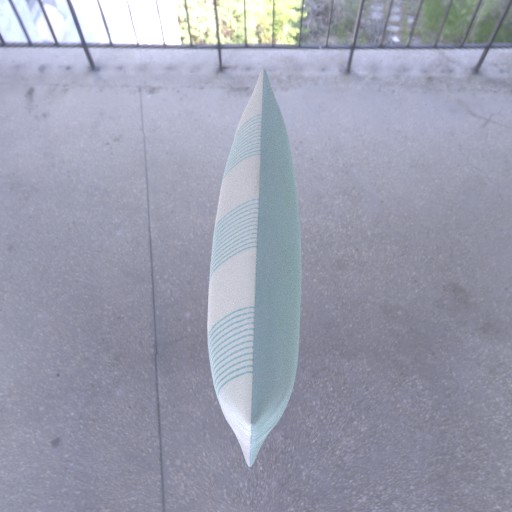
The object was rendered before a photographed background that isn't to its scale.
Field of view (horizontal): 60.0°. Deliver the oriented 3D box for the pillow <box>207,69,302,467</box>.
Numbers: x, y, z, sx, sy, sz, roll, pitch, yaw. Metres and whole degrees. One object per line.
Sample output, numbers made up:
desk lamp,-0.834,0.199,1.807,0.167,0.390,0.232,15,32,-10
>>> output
pillow,0.000,0.000,0.743,0.151,0.287,0.610,2,57,1
